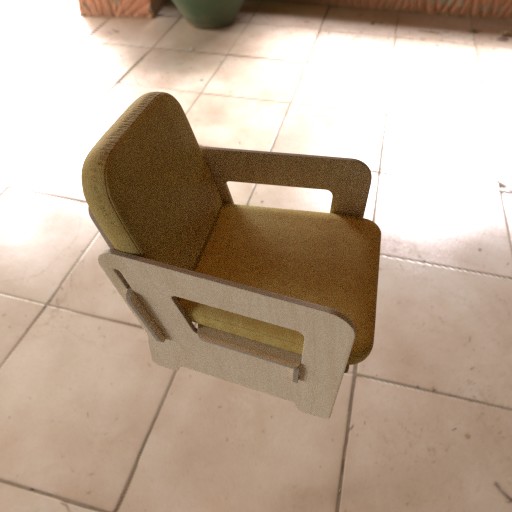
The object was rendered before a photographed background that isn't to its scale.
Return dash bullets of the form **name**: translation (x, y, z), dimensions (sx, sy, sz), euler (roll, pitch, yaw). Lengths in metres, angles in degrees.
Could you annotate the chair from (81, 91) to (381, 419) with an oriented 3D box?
- **chair**: translation (0.000, 0.000, 1.293), dimensions (0.710, 0.800, 0.590), euler (10, 47, 9)
